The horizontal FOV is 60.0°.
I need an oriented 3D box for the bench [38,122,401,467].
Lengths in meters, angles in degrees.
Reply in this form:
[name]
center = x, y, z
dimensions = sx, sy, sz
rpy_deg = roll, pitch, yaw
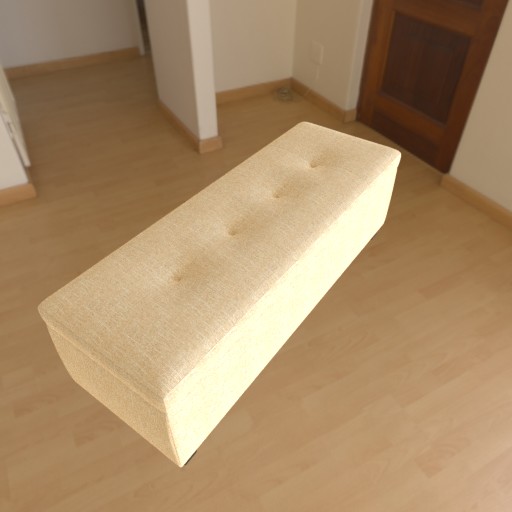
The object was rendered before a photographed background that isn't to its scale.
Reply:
[bench]
center = 0.000, 0.000, 1.442
dimensions = 0.432, 0.406, 1.219
rpy_deg = 26, 48, 26
